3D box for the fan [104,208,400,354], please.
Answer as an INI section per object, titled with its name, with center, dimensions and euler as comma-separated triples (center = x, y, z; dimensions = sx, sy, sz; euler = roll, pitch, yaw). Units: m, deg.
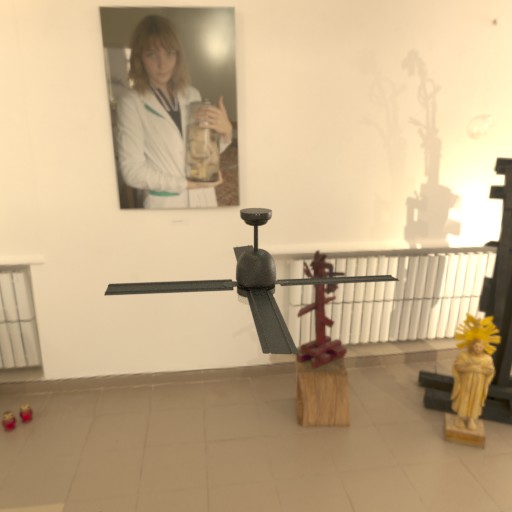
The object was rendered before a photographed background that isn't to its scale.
[fan]
center = 0.000, 0.000, 1.980
dimensions = 1.319, 0.410, 1.319
euler = -2, 16, -8
